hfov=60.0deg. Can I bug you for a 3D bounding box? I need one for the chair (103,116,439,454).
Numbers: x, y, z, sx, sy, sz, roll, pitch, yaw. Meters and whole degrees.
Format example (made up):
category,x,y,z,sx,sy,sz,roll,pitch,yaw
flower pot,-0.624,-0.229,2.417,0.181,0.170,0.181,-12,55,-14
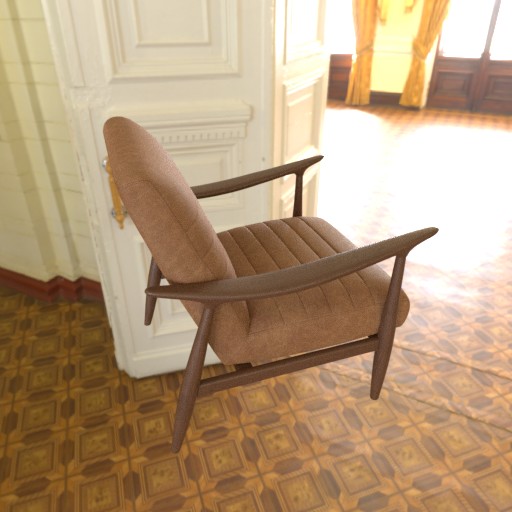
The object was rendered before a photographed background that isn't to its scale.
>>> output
category,x,y,z,sx,sy,sz,roll,pitch,yaw
chair,0.000,0.000,1.429,0.798,0.832,0.741,-10,32,-17
